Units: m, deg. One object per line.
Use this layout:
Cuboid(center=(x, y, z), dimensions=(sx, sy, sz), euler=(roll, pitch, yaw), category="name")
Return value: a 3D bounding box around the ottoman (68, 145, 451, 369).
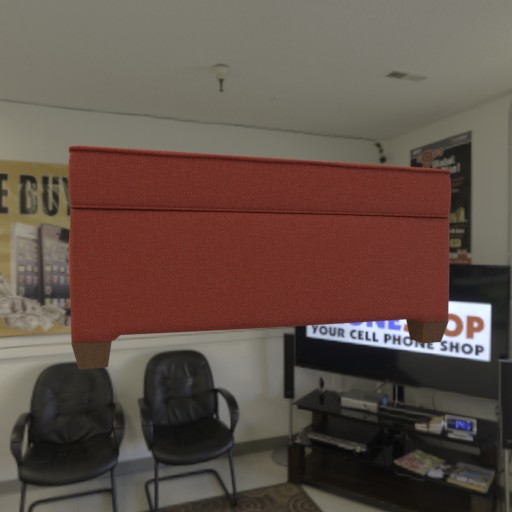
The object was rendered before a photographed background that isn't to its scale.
Cuboid(center=(0.000, 0.000, 1.234), dimensions=(0.948, 0.454, 0.497), euler=(0, 1, -17), category="ottoman")
